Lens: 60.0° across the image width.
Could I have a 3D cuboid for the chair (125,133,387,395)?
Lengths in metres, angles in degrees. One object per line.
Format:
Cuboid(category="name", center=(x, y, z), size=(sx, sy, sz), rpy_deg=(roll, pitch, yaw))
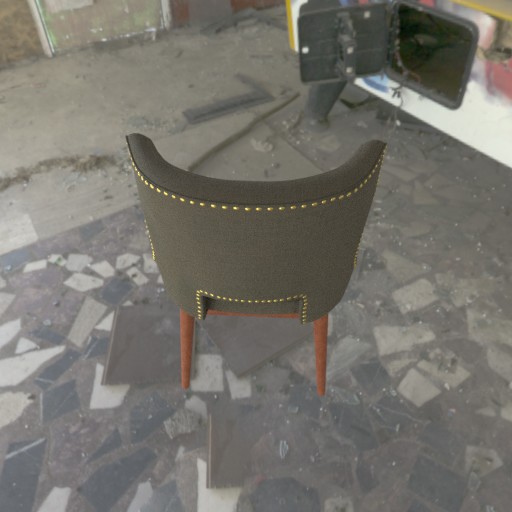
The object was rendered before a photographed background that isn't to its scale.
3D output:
Cuboid(category="chair", center=(0.000, 0.000, 1.274), size=(0.595, 0.863, 0.581), rpy_deg=(2, 46, 2))
